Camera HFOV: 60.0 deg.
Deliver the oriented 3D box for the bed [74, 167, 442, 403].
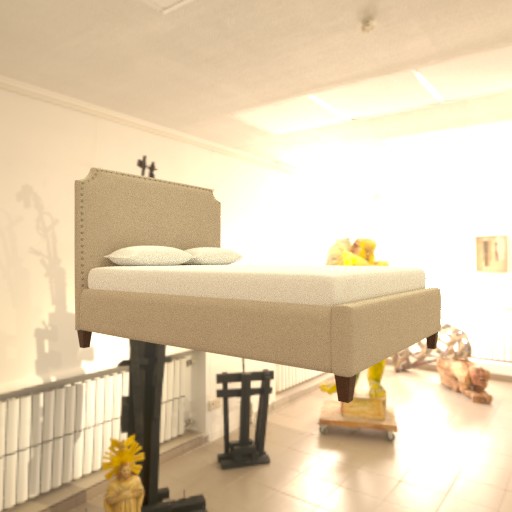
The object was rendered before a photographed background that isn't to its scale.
[{"bbox_3d":[0.000,0.000,3.489,2.372,1.443,1.713,0,0,36],"label":"bed"}]
